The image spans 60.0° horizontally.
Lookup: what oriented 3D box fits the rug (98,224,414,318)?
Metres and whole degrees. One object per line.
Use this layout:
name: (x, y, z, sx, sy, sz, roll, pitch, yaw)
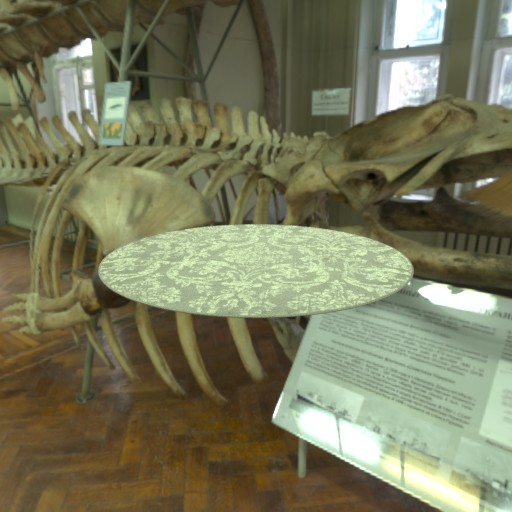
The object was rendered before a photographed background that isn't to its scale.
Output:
rug: (0.000, 0.000, 2.364, 1.593, 0.012, 1.593, 0, 16, 0)
